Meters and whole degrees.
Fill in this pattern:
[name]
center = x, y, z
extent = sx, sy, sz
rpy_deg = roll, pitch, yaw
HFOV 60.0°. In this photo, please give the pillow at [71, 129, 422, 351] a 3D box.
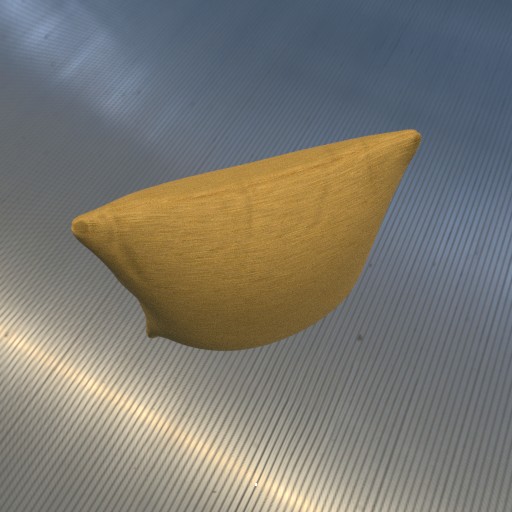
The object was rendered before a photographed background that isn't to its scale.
[pillow]
center = 0.000, 0.000, 0.697
extent = 0.435, 0.417, 0.247
rpy_deg = -16, 64, -8
